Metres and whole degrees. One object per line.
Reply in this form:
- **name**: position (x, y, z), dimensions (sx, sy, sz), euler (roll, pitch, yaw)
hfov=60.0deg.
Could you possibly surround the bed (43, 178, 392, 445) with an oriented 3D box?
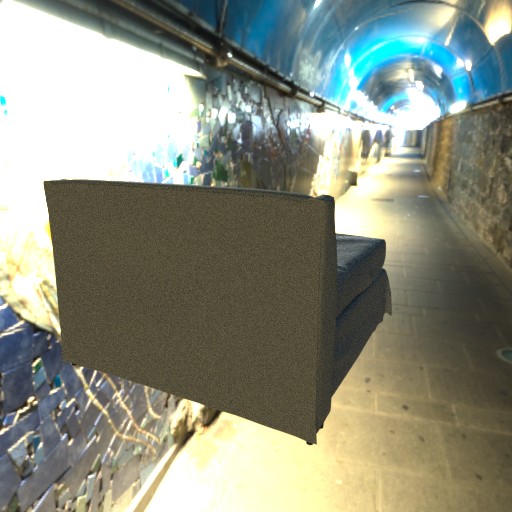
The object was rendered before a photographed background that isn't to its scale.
- **bed**: position (0.000, 0.000, 3.515), dimensions (1.925, 1.332, 2.276), euler (8, 17, 27)
